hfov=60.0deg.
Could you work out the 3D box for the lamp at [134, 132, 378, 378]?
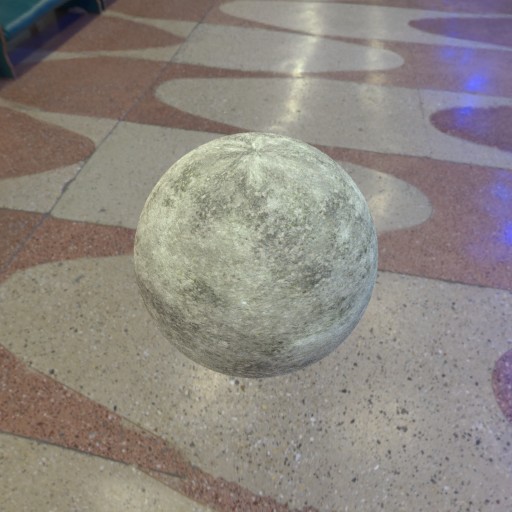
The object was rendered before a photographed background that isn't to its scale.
[{"bbox_3d":[0.000,0.000,0.794,0.422,0.429,0.422,0,45,0],"label":"lamp"}]
